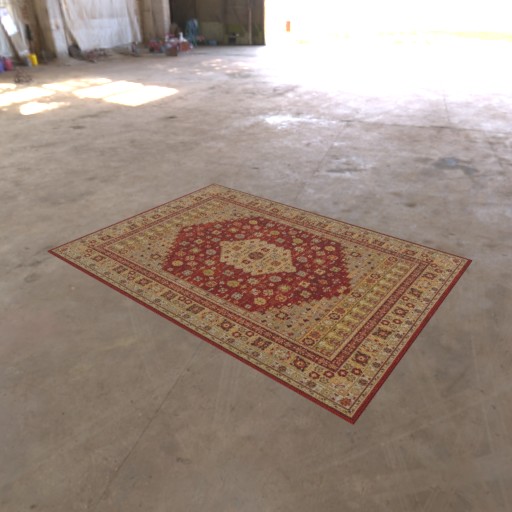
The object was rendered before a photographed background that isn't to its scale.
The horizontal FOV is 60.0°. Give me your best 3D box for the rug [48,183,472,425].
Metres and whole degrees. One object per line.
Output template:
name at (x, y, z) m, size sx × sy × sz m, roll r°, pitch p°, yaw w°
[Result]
rug at (0.000, 0.000, 2.839) m, size 2.211 × 0.013 × 1.593 m, roll 21°, pitch 36°, yaw 33°
